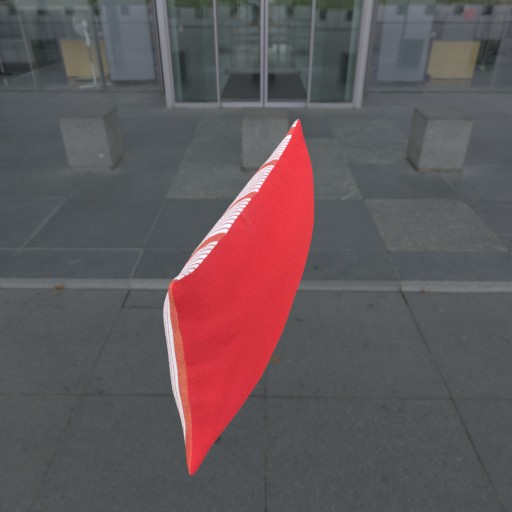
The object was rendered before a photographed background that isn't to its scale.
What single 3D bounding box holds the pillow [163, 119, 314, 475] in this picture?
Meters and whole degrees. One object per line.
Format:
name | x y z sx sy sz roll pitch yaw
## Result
pillow | 0.000 0.000 0.732 0.151 0.297 0.608 8 32 13
